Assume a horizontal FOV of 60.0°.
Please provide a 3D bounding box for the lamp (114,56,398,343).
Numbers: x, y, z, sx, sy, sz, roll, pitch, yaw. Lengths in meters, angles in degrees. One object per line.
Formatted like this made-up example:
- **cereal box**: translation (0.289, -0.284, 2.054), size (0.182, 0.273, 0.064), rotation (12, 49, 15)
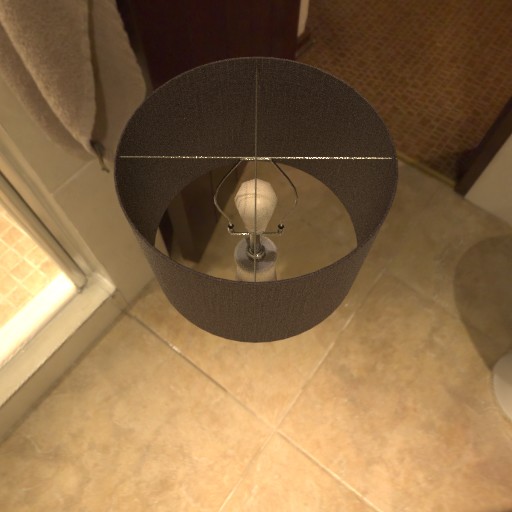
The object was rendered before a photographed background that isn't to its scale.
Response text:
- **lamp**: translation (0.000, 0.000, 0.693), size (0.303, 0.488, 0.303), rotation (0, 63, 0)
